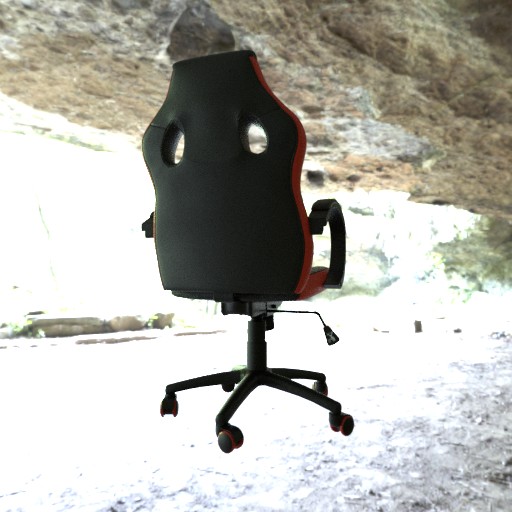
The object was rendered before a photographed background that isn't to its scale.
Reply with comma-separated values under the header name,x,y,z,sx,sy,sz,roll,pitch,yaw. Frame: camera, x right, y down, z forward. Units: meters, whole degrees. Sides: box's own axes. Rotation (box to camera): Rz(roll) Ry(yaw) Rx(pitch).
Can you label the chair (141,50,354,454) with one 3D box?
name,x,y,z,sx,sy,sz,roll,pitch,yaw
chair,0.000,0.000,1.376,0.600,1.016,0.642,0,-1,19
